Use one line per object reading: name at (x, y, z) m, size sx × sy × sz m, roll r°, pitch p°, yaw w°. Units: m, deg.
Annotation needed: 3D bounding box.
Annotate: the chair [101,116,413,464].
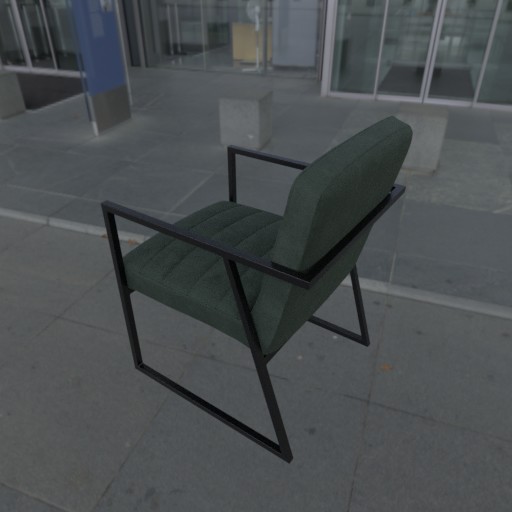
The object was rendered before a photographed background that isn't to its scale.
chair at (0.000, 0.000, 1.337) m, size 0.677 × 0.833 × 0.571 m, roll 21°, pitch 38°, yaw 29°
